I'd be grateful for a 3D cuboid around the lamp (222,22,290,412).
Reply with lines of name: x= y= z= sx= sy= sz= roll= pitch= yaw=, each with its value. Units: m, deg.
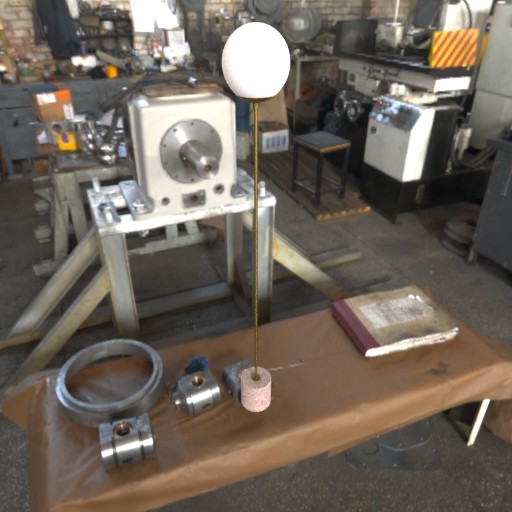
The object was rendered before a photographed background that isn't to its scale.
lamp: x=0.000 y=0.000 z=1.872 sx=0.229 sy=1.748 sz=0.229 roll=19 pitch=35 yaw=29
